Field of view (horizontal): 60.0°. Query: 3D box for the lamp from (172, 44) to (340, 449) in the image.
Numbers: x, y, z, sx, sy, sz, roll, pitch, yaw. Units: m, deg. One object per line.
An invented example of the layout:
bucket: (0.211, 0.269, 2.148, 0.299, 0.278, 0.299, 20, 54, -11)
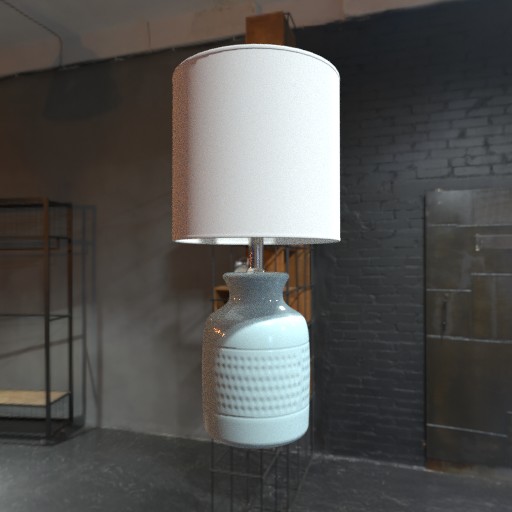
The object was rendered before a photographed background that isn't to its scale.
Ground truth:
lamp: (0.000, 0.000, 1.120, 0.418, 0.871, 0.418, 0, -1, 20)
